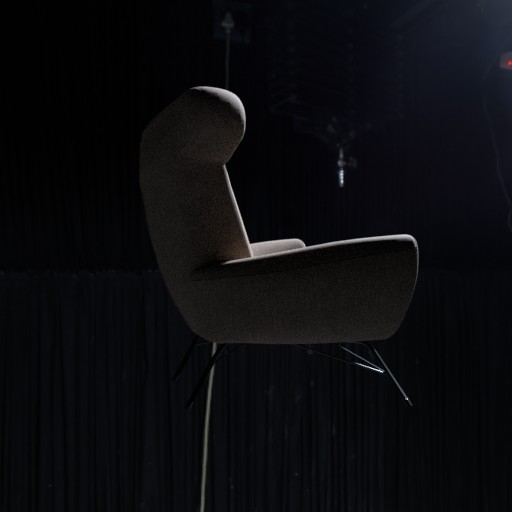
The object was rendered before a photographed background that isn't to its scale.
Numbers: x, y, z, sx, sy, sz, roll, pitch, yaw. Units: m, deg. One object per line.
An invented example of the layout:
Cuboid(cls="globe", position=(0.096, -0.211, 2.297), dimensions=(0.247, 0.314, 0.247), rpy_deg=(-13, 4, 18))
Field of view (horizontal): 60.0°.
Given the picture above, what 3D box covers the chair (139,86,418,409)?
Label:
Cuboid(cls="chair", position=(0.000, 0.000, 1.771), dimensions=(0.900, 1.040, 0.980), rpy_deg=(0, 1, -19))
